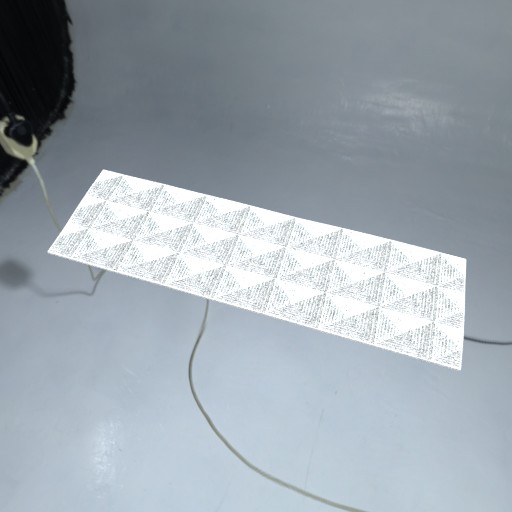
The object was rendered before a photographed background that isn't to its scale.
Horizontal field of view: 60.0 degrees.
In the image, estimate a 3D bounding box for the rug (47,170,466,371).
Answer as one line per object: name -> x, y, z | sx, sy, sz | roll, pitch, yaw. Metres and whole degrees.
rug -> 0.000, 0.000, 2.387 | 2.182, 0.015, 0.645 | 15, 58, 10
